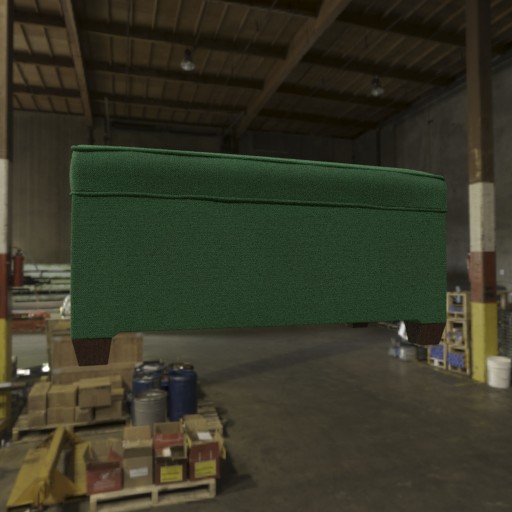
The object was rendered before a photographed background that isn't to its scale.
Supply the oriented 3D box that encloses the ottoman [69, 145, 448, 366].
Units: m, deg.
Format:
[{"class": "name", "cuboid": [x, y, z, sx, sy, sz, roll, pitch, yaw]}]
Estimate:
[{"class": "ottoman", "cuboid": [0.000, 0.000, 1.237, 0.957, 0.471, 0.483, 0, -2, -17]}]
